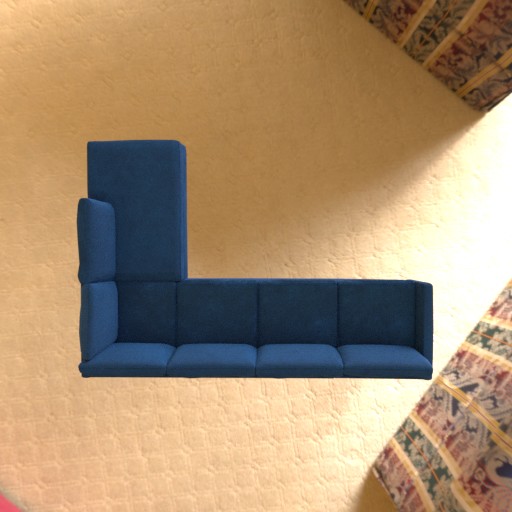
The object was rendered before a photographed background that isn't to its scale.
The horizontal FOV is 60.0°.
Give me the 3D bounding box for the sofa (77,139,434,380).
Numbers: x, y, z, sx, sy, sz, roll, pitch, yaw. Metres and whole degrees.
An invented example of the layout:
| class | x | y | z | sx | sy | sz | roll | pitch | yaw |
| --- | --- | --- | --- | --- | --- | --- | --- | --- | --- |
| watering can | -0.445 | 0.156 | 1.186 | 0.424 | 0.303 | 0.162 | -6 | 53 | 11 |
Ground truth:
| class | x | y | z | sx | sy | sz | roll | pitch | yaw |
| --- | --- | --- | --- | --- | --- | --- | --- | --- | --- |
| sofa | 0.000 | 0.000 | 3.221 | 2.486 | 0.687 | 1.707 | 0 | 90 | 1 |
